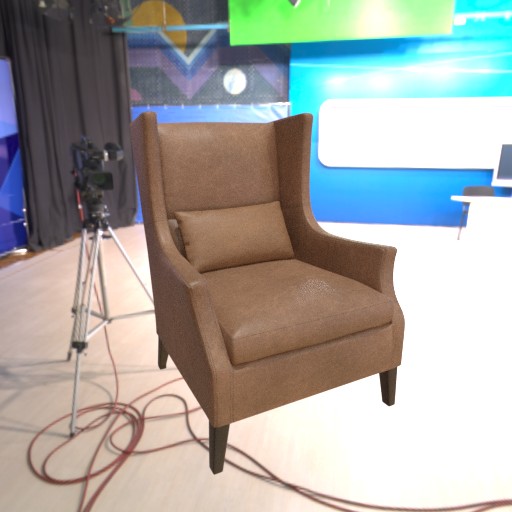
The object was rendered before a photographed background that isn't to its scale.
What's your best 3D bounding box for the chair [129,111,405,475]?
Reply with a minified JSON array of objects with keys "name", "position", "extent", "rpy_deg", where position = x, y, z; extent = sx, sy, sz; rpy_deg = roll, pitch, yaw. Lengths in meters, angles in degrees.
[{"name":"chair","position":[0.000,0.000,1.751],"extent":[0.815,1.088,0.913],"rpy_deg":[-9,19,-27]}]
